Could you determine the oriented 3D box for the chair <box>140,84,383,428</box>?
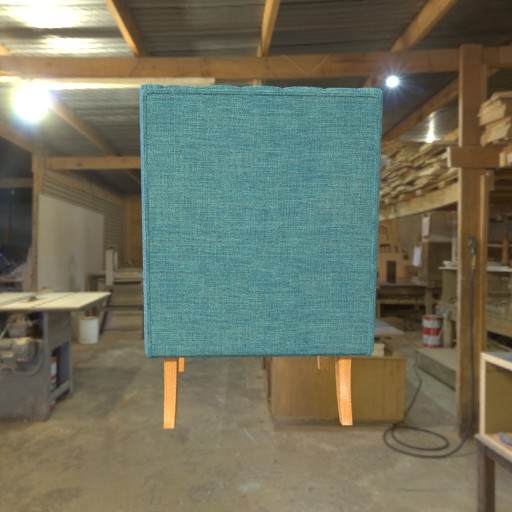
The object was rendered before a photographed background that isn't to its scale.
[{"bbox_3d":[0.000,0.000,1.508,0.711,0.952,0.775,0,0,-3],"label":"chair"}]
